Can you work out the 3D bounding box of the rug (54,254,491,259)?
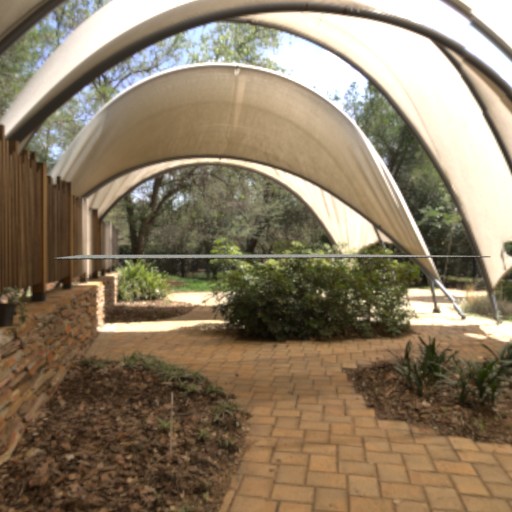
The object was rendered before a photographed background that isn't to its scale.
[{"bbox_3d":[0.000,0.000,5.120,3.957,0.011,2.894,0,1,-18],"label":"rug"}]
